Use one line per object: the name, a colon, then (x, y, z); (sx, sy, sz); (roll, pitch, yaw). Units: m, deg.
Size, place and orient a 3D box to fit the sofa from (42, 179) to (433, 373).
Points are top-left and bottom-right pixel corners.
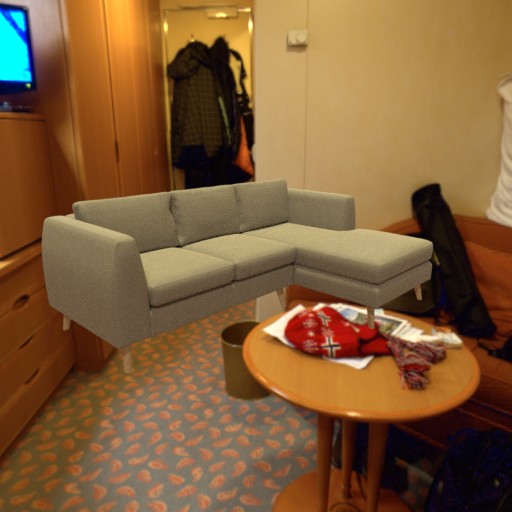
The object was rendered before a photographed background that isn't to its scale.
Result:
sofa: (0.000, 0.000, 3.100); (1.580, 0.860, 2.300); (15, 21, 42)
